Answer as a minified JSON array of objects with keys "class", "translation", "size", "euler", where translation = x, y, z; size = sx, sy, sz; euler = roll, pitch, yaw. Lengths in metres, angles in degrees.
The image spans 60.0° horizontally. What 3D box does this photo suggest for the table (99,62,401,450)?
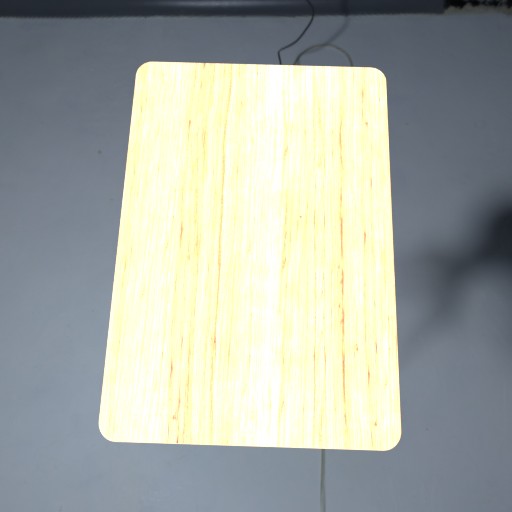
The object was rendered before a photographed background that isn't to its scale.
[{"class":"table","translation":[0.000,0.000,1.340],"size":[0.696,0.445,0.997],"euler":[2,76,0]}]
